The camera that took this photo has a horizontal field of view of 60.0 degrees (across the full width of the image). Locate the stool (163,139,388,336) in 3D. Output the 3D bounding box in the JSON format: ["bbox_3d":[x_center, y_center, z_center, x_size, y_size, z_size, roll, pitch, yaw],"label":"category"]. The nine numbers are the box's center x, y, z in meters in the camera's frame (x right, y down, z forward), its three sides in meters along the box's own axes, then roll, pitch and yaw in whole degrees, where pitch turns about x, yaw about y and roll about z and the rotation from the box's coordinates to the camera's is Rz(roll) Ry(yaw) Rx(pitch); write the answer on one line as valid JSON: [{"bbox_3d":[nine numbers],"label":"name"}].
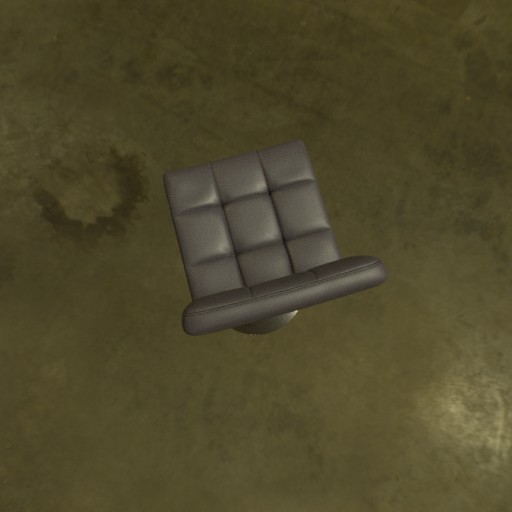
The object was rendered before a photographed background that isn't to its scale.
[{"bbox_3d":[0.000,0.000,1.428,0.430,1.115,0.505,-15,77,-4],"label":"stool"}]
